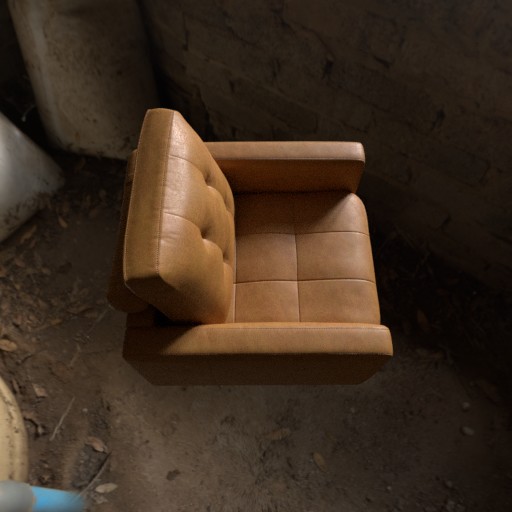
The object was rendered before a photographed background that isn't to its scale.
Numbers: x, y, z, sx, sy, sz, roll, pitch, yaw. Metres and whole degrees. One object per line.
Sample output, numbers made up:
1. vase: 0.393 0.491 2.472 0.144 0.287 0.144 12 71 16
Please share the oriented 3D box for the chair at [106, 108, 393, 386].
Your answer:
1. chair: 0.000 0.000 1.584 0.868 0.896 0.831 0 64 0
